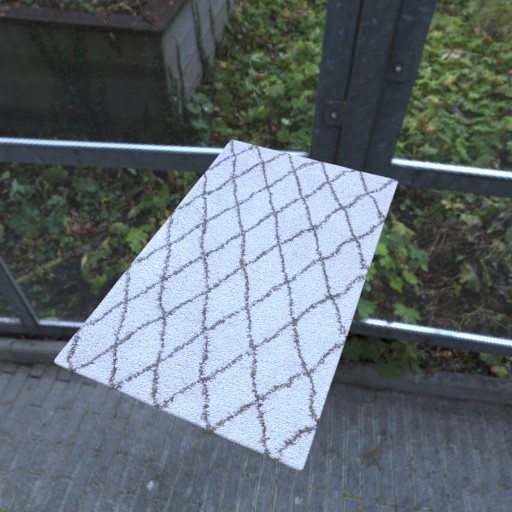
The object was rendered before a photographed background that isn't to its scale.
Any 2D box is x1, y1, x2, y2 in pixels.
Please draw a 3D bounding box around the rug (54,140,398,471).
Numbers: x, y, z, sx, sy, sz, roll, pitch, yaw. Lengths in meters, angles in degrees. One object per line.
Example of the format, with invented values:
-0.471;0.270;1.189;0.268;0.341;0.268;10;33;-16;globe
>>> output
0.000;0.000;3.117;1.524;0.030;2.438;18;51;15;rug
